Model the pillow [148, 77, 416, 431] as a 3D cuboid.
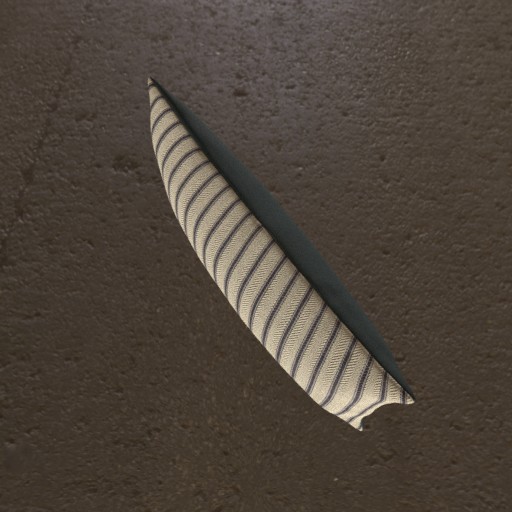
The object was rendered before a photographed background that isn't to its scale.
[{"bbox_3d":[0.000,0.000,0.718,0.151,0.305,0.609,-31,67,-15],"label":"pillow"}]
